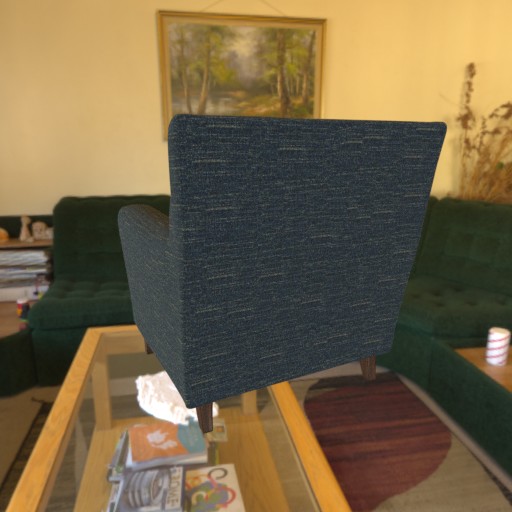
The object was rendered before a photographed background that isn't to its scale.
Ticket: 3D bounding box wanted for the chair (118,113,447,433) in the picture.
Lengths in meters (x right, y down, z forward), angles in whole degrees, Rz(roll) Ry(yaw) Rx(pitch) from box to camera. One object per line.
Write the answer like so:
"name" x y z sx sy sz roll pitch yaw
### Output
"chair" 0.000 0.000 1.623 0.864 0.928 0.873 -7 16 -27
